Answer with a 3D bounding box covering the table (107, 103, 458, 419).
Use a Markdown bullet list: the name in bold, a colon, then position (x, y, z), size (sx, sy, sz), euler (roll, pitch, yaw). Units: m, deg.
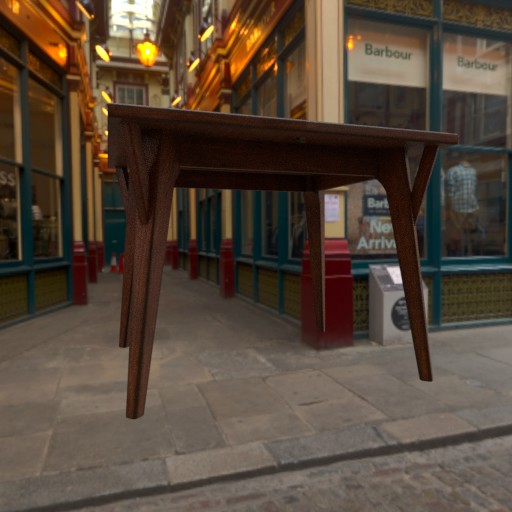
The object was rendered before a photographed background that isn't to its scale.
- **table**: position (0.000, 0.000, 1.578), size (0.991, 0.761, 0.838), euler (-1, 3, -18)
